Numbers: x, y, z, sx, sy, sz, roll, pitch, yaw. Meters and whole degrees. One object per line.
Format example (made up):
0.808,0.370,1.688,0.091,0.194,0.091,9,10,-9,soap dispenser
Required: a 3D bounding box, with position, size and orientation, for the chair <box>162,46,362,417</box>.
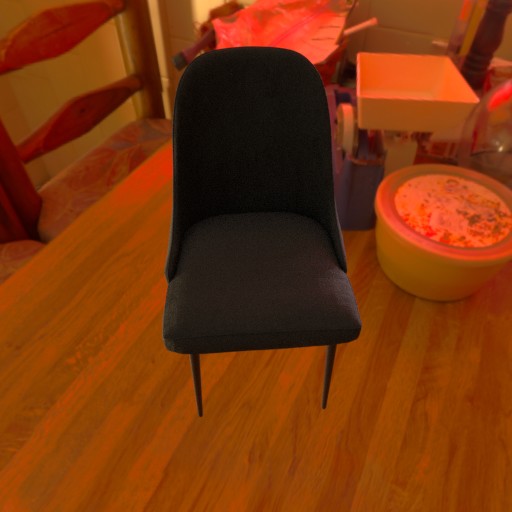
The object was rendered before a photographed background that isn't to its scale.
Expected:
0.000,0.000,1.212,0.478,0.896,0.559,-3,47,-3,chair
